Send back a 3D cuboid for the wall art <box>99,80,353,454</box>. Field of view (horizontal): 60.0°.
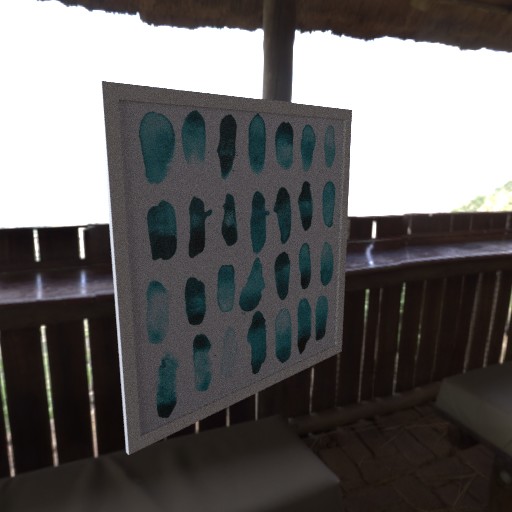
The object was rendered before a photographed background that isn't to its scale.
[{"bbox_3d":[0.000,0.000,0.829,0.558,0.559,0.009,-12,17,-42],"label":"wall art"}]
